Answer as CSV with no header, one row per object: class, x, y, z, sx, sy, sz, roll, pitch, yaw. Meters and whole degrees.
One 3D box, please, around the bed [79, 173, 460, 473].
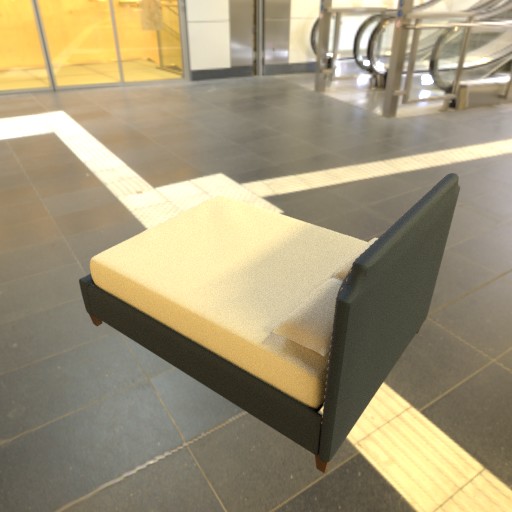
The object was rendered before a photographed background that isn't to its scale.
bed,0.000,0.000,3.425,2.372,1.443,1.712,21,37,31
